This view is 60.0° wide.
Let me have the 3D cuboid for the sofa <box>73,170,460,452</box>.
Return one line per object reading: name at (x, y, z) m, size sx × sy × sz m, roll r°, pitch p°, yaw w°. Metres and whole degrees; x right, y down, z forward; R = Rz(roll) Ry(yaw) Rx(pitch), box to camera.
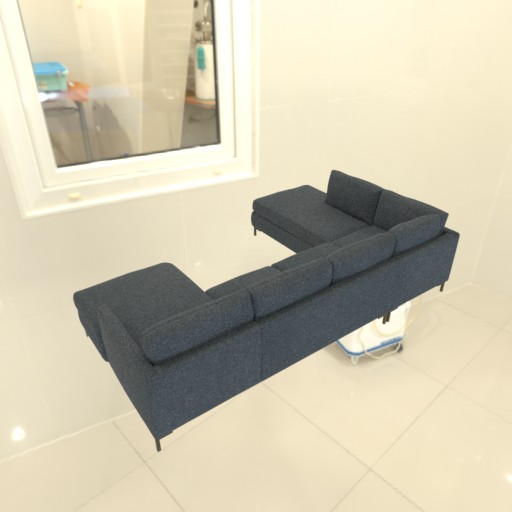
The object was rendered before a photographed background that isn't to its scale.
sofa at (0.000, 0.000, 3.864) m, size 2.956 × 0.813 × 2.007 m, roll -20°, pitch 36°, yaw -31°
